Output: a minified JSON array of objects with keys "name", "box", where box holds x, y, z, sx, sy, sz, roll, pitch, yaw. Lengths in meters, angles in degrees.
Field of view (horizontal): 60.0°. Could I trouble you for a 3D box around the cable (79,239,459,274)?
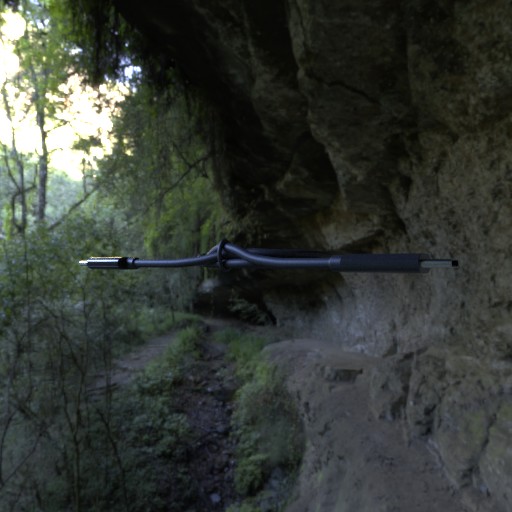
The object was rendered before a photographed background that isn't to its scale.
[{"name":"cable","box":[0.000,0.000,0.209,0.186,0.014,0.070,-1,-1,35]}]
